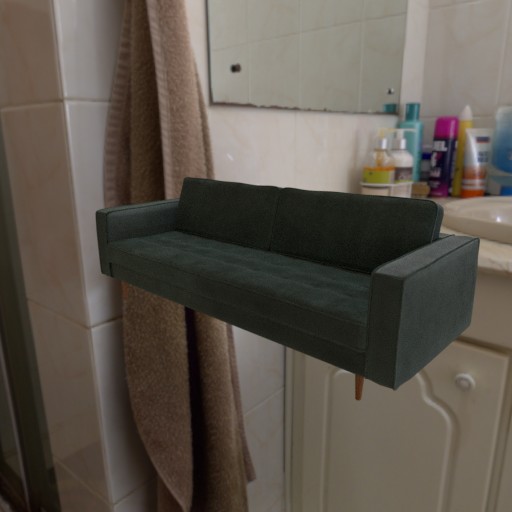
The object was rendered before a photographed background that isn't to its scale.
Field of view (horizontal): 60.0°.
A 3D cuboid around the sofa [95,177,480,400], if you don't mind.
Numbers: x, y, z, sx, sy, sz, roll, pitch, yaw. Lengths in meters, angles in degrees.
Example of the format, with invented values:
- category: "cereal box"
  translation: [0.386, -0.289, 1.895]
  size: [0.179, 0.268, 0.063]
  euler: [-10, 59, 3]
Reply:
- category: "sofa"
  translation: [0.000, 0.000, 2.598]
  size: [2.214, 0.781, 0.886]
  euler: [14, 20, 41]
